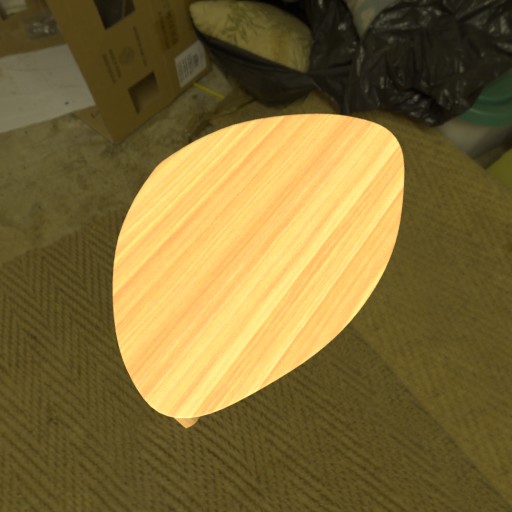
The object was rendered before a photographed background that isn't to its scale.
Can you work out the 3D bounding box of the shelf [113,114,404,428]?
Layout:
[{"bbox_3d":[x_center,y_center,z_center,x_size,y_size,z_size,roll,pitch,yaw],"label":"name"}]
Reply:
[{"bbox_3d":[0.000,0.000,1.636,0.845,0.440,1.246,33,67,16],"label":"shelf"}]
